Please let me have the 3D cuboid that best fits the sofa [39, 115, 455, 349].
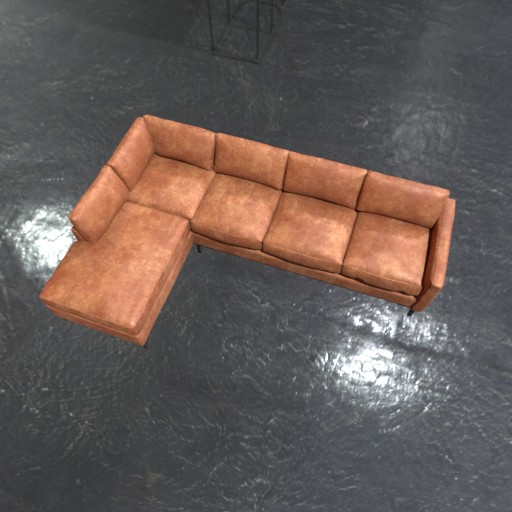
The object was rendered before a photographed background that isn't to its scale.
[{"bbox_3d":[0.000,0.000,3.748,2.984,0.877,1.938,16,60,10],"label":"sofa"}]
